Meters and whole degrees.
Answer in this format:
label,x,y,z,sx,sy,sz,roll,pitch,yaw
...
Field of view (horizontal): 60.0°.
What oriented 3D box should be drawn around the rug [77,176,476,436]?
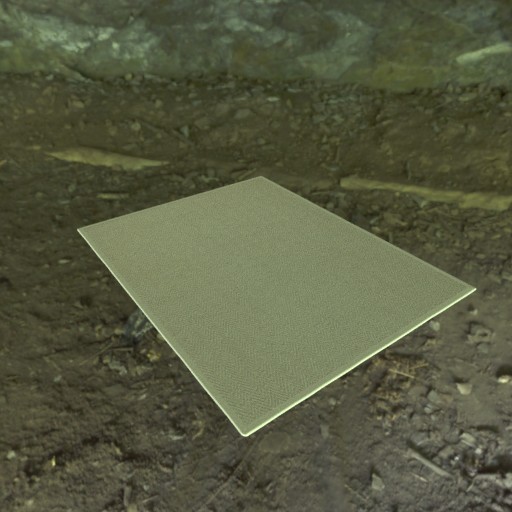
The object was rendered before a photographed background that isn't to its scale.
label,x,y,z,sx,sy,sz,roll,pitch,yaw
rug,0.000,0.000,4.191,2.407,0.020,3.051,-22,39,-30
